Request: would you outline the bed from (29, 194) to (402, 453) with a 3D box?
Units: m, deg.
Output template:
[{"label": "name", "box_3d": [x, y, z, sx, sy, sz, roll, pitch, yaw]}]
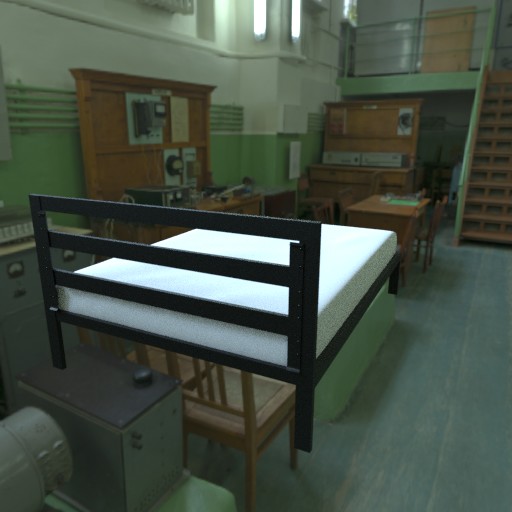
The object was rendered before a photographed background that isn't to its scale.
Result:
[{"label": "bed", "box_3d": [0.000, 0.000, 2.894, 1.524, 0.967, 2.062, 8, 18, 26]}]
